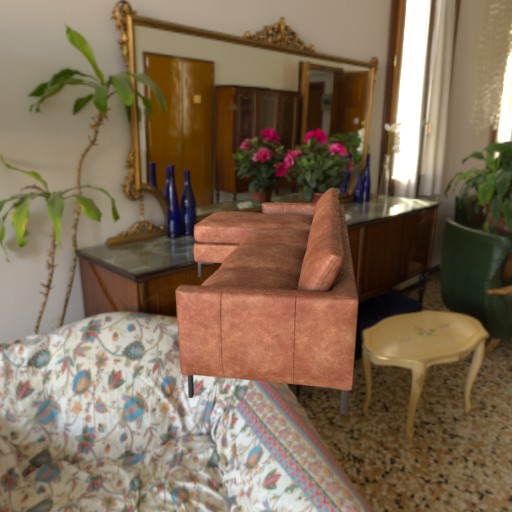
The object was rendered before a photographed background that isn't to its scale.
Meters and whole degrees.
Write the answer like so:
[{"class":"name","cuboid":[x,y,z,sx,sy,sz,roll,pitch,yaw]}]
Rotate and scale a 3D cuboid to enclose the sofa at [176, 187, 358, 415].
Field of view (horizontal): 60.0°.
[{"class":"sofa","cuboid":[0.000,0.000,3.637,1.471,0.859,2.993,3,16,9]}]
